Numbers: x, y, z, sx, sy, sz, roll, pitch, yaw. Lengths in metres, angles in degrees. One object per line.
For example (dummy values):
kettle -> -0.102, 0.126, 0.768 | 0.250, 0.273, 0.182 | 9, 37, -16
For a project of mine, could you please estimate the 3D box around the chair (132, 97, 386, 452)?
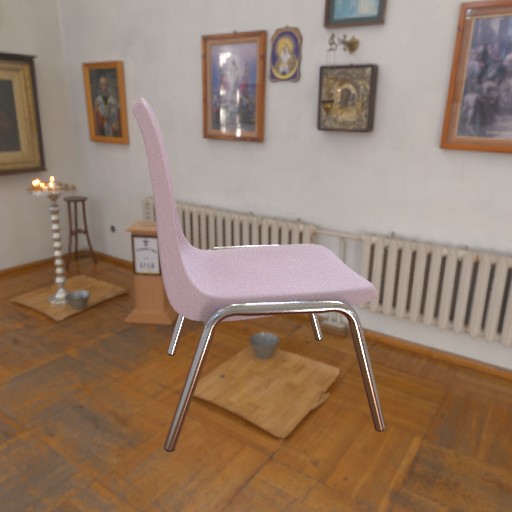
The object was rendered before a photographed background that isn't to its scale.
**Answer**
chair -> 0.000, 0.000, 0.804 | 0.385, 0.536, 0.354 | -3, 17, -10
